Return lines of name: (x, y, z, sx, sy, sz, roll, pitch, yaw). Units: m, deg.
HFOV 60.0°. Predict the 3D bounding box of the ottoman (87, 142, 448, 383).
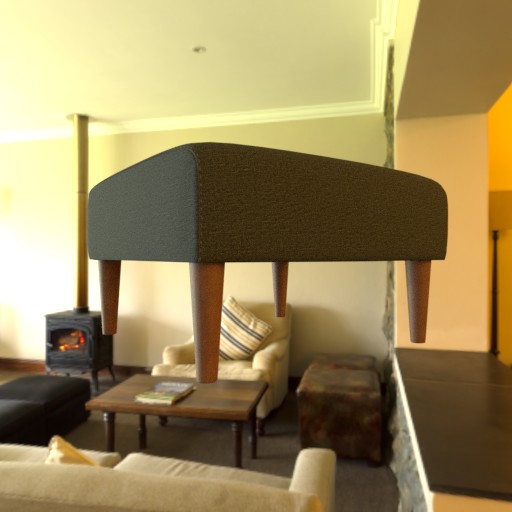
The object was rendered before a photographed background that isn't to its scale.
ottoman: (0.000, 0.000, 1.078, 0.650, 0.398, 0.649, 0, 0, -35)
